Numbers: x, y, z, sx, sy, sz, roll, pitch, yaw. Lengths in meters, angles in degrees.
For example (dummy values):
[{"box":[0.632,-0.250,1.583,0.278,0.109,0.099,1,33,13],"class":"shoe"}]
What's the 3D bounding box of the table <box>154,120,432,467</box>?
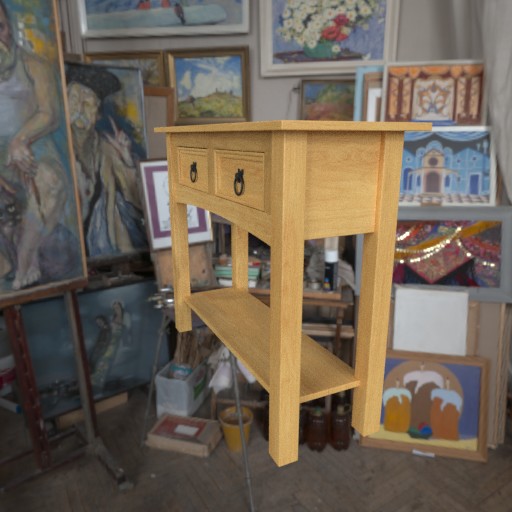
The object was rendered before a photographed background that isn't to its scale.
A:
[{"box":[0.000,0.000,1.288,0.340,0.728,0.900,-7,17,-25],"class":"table"}]
